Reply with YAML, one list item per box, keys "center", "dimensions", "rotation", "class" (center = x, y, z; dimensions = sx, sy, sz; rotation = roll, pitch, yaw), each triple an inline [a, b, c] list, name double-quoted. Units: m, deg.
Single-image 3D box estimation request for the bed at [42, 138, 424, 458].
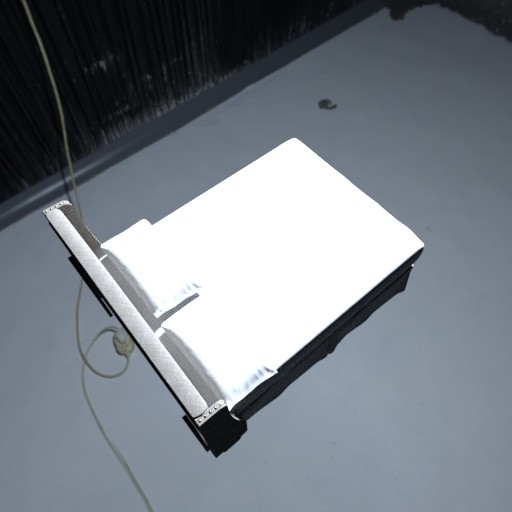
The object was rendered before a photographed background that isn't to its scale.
- center: [0.000, 0.000, 3.401]
  dimensions: [2.237, 1.407, 1.710]
  rotation: [-36, 66, -19]
  class: "bed"
